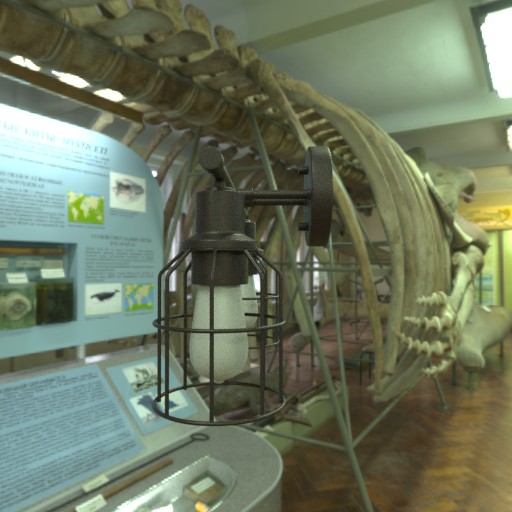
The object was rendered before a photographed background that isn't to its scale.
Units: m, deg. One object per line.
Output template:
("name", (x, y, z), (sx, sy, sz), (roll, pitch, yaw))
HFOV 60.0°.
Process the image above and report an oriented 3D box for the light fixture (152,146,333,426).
("light fixture", (0.000, 0.000, 0.522), (0.165, 0.254, 0.406), (0, -1, 2))
